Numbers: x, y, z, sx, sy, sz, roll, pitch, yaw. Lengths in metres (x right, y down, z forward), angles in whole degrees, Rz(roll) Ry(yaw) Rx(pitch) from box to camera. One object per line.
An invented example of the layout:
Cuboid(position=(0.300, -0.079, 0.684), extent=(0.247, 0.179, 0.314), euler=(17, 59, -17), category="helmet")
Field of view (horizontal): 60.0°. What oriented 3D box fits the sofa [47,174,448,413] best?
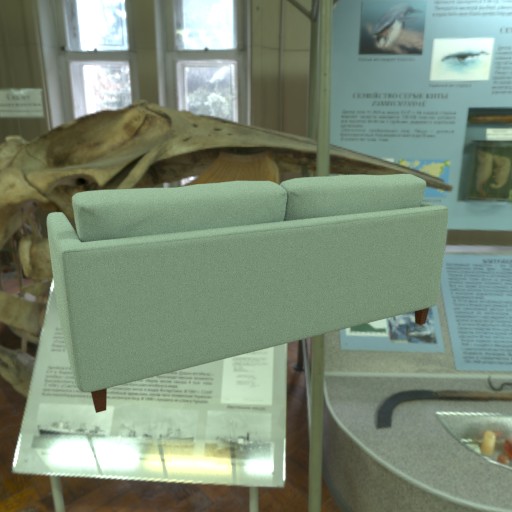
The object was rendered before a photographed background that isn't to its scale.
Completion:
Cuboid(position=(0.000, 0.000, 2.666), extent=(2.208, 0.965, 0.951), euler=(-8, 18, -27), category="sofa")
